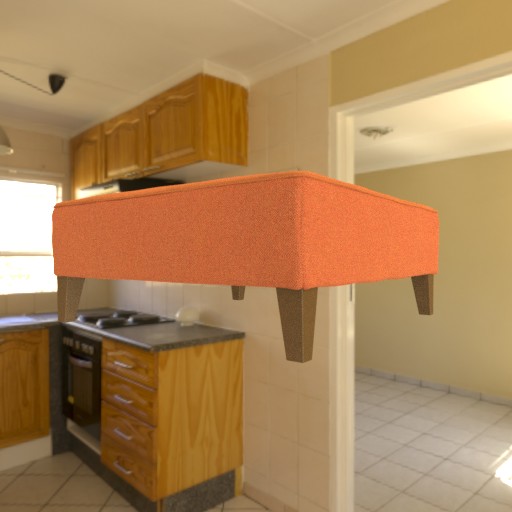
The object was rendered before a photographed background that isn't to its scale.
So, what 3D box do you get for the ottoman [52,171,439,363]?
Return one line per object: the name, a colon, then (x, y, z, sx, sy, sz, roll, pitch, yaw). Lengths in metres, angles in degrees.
ottoman: (0.000, 0.000, 1.565, 0.997, 0.438, 0.999, 0, 0, 37)
